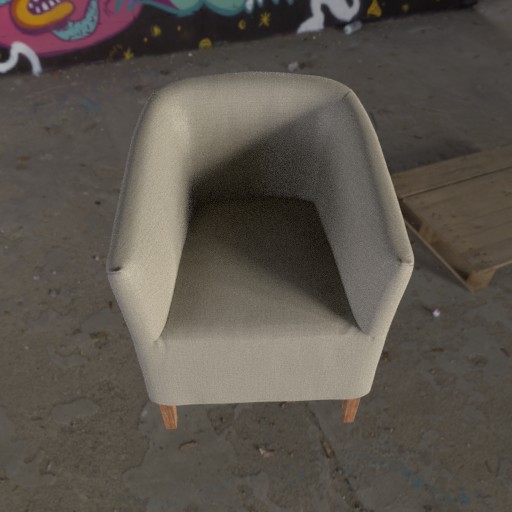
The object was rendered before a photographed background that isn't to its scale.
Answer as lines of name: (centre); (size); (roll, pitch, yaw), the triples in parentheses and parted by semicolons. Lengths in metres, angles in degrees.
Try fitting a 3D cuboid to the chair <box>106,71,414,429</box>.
chair: (0.000, 0.000, 1.247); (0.600, 0.771, 0.668); (-2, 45, -2)
